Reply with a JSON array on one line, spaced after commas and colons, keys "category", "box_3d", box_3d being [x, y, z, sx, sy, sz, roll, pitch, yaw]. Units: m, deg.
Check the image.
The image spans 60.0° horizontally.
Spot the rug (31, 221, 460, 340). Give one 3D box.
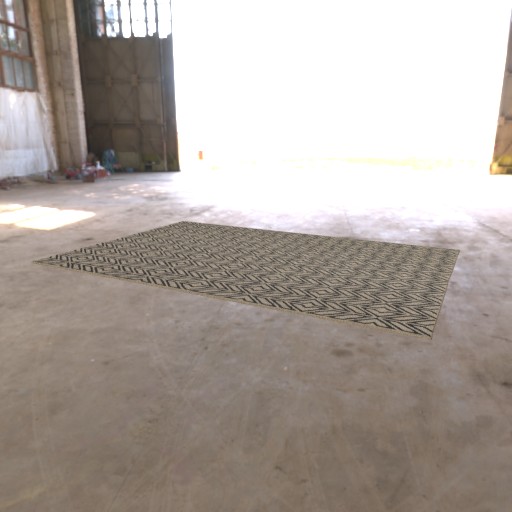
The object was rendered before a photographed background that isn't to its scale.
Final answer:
[{"category": "rug", "box_3d": [0.000, 0.000, 2.259, 1.828, 0.007, 1.220, 8, 17, 27]}]
